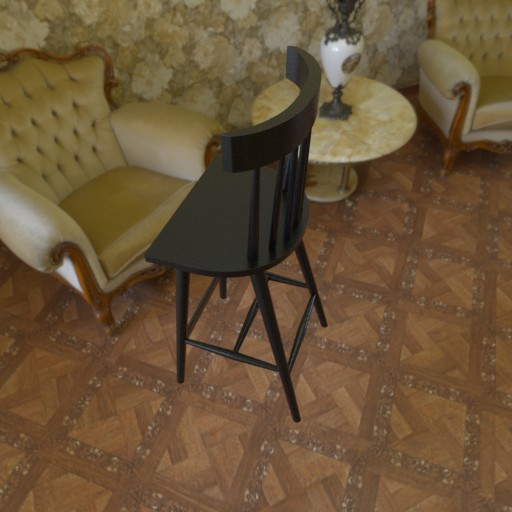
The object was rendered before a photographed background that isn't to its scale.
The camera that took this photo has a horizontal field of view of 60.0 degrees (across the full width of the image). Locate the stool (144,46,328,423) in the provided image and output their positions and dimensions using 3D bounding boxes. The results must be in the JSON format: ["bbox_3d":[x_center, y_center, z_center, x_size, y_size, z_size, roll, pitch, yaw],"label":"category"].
[{"bbox_3d":[0.000,0.000,1.361,0.483,1.092,0.482,14,48,13],"label":"stool"}]
